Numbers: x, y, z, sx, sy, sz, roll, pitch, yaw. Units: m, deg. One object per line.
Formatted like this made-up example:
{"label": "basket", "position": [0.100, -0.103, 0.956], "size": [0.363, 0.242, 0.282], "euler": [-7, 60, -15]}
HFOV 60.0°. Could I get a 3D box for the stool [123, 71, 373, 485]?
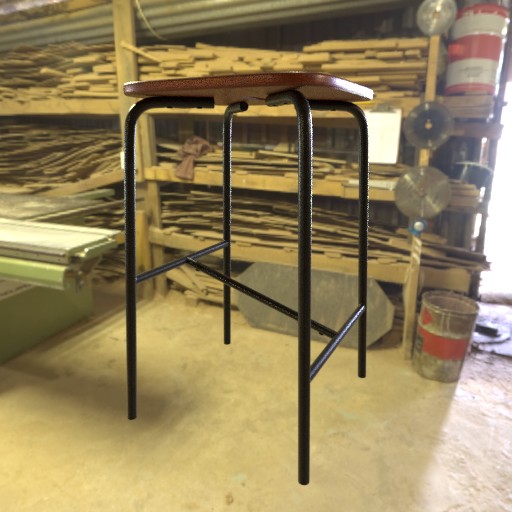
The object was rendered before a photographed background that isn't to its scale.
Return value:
{"label": "stool", "position": [0.000, 0.000, 0.856], "size": [0.376, 0.610, 0.376], "euler": [8, 17, 26]}
